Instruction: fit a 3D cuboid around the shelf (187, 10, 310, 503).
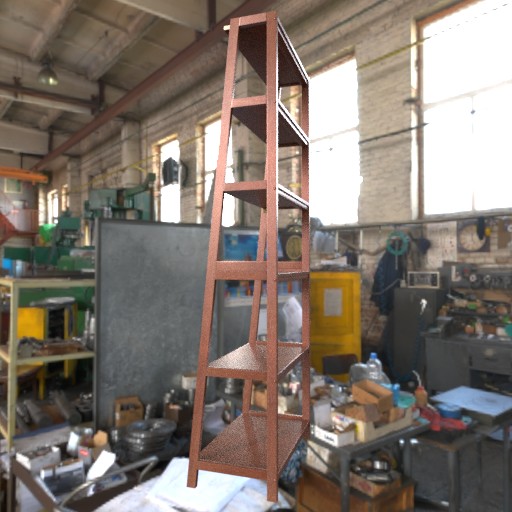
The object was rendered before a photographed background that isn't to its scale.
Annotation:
[{"bbox_3d":[0.000,0.000,2.073,0.382,1.892,0.660,0,-1,18],"label":"shelf"}]
